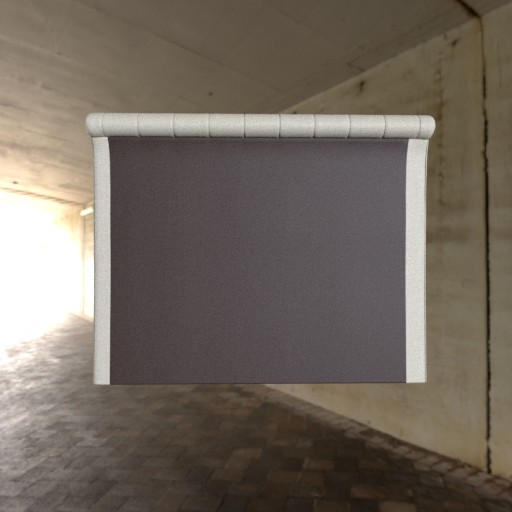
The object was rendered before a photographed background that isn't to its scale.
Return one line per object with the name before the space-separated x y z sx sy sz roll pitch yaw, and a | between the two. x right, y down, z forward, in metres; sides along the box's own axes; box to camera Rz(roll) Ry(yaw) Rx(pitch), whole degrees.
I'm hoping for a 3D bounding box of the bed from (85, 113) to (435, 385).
bed | 0.000 0.000 3.249 1.606 1.268 2.493 0 -1 -1
